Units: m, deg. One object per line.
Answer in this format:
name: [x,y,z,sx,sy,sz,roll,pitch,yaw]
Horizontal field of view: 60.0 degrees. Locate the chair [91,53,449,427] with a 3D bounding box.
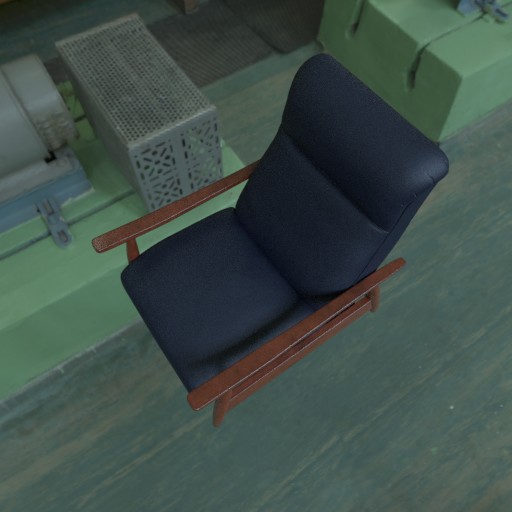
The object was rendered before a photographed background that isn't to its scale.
chair: [0.000,0.000,1.752,1.014,1.082,0.762,-32,67,-16]
